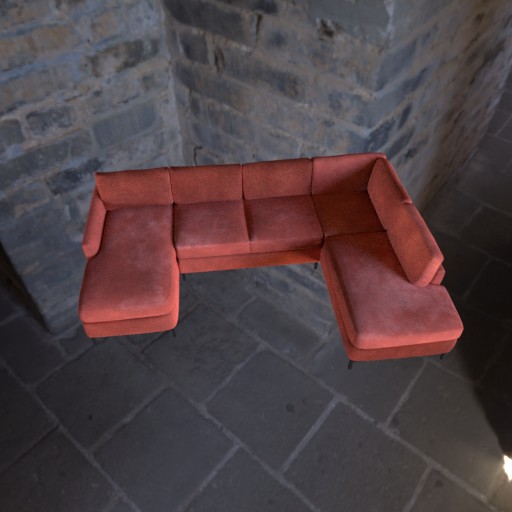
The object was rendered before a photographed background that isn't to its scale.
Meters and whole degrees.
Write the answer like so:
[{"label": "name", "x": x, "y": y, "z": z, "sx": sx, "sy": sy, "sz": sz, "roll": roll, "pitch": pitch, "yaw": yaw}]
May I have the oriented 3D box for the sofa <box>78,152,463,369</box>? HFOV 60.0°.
[{"label": "sofa", "x": 0.000, "y": 0.000, "z": 3.903, "sx": 2.971, "sy": 0.858, "sz": 1.981, "roll": -5, "pitch": 46, "yaw": -4}]
